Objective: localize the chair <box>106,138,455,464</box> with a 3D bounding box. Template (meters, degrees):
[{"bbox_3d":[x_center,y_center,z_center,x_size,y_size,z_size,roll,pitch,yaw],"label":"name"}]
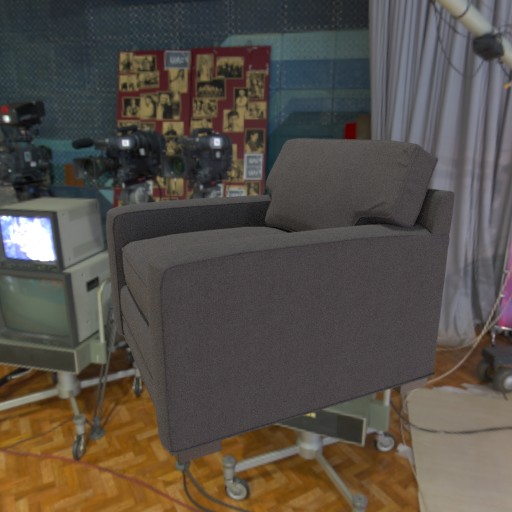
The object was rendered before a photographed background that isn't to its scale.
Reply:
[{"bbox_3d":[0.000,0.000,1.794,1.043,0.913,0.997,-7,17,-24],"label":"chair"}]
